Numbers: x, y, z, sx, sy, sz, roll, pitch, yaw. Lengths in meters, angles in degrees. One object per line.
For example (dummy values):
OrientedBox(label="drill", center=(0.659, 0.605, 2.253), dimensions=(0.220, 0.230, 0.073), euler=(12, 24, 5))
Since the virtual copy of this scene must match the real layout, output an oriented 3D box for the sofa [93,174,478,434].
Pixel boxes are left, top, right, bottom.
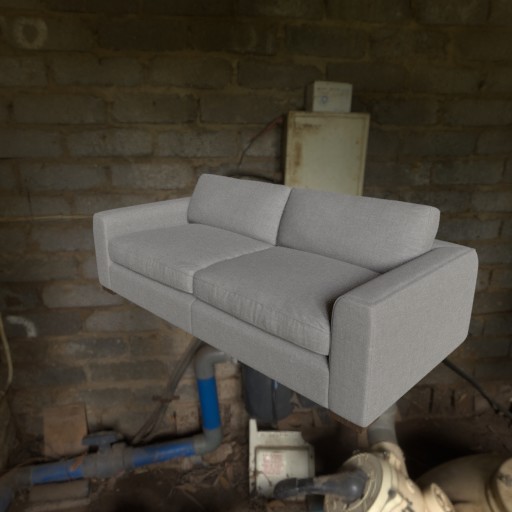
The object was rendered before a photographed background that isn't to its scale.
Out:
OrientedBox(label="sofa", center=(0.000, 0.000, 2.742), dimensions=(2.262, 0.801, 1.070), euler=(17, 25, 42))
